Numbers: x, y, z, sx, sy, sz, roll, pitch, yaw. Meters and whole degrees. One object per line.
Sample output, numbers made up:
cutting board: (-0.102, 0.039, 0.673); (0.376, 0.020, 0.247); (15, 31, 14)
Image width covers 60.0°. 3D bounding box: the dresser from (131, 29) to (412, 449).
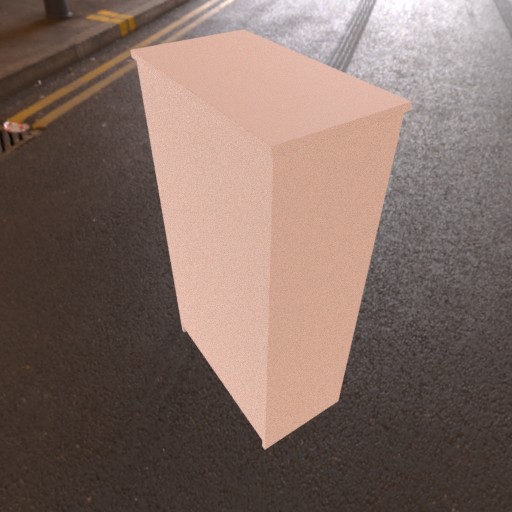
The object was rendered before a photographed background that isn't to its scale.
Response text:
dresser: (0.000, 0.000, 1.550); (0.399, 1.255, 0.704); (-24, 47, -25)
